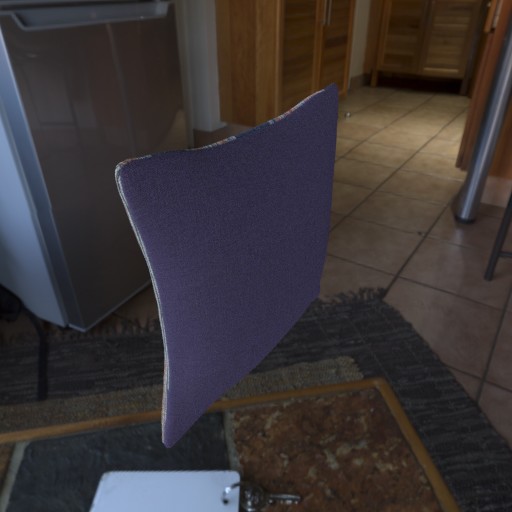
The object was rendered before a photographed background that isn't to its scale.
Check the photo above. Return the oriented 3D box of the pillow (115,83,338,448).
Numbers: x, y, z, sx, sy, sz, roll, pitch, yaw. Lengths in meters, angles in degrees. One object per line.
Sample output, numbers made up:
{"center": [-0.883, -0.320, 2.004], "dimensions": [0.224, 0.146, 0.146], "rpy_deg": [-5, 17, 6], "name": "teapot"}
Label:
{"center": [0.000, 0.000, 0.655], "dimensions": [0.136, 0.419, 0.437], "rpy_deg": [21, 39, 29], "name": "pillow"}
